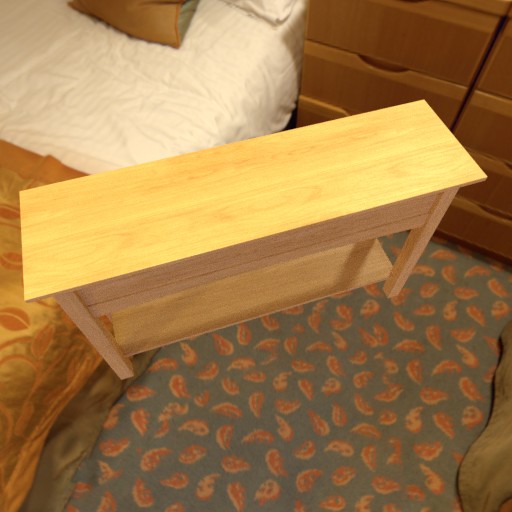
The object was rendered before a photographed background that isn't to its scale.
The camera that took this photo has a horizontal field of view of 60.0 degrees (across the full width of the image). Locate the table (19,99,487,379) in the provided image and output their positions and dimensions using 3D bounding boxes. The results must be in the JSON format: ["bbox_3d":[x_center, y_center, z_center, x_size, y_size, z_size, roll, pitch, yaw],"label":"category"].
[{"bbox_3d":[0.000,0.000,1.523,1.240,0.730,0.350,-15,58,-10],"label":"table"}]
